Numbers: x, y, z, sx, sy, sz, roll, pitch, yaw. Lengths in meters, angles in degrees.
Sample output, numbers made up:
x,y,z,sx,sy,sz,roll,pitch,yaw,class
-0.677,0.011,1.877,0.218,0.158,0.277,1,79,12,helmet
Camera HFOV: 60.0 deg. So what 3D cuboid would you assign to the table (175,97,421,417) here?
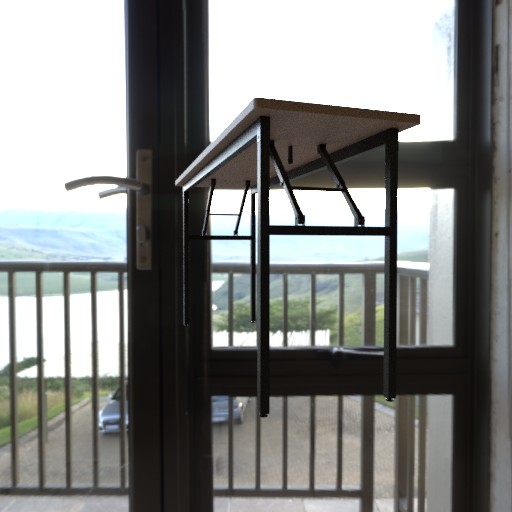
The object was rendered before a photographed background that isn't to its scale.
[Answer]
x,y,z,sx,sy,sz,roll,pitch,yaw,class
0.000,0.000,1.730,0.447,0.750,1.397,0,2,-18,table
